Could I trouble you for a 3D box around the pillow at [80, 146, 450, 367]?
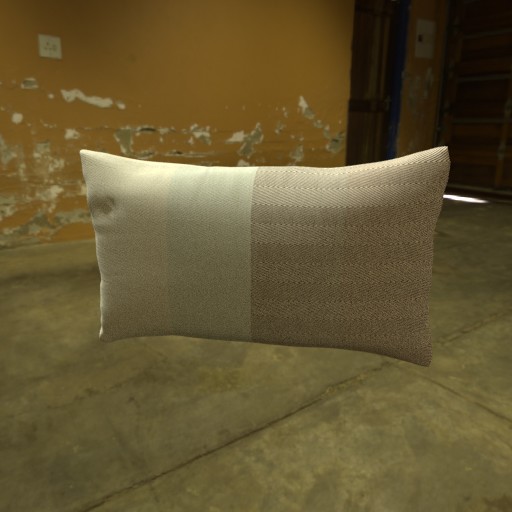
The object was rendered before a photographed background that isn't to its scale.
[{"bbox_3d":[0.000,0.000,0.631,0.506,0.305,0.139,3,16,9],"label":"pillow"}]
